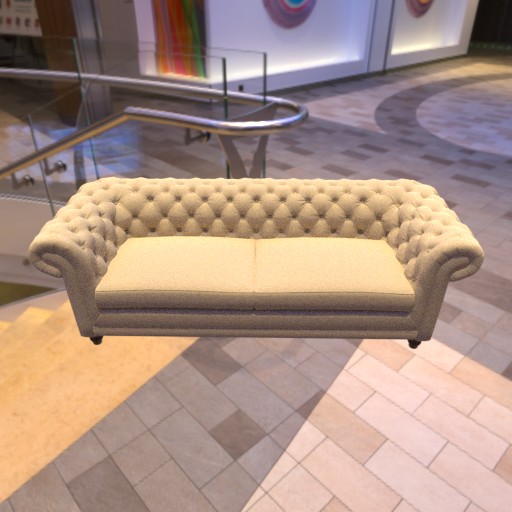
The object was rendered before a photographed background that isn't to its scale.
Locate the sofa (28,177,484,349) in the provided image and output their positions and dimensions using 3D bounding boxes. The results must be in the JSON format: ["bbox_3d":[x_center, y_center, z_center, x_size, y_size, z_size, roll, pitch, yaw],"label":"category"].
[{"bbox_3d":[0.000,0.000,3.121,2.694,0.847,1.076,1,31,1],"label":"sofa"}]
